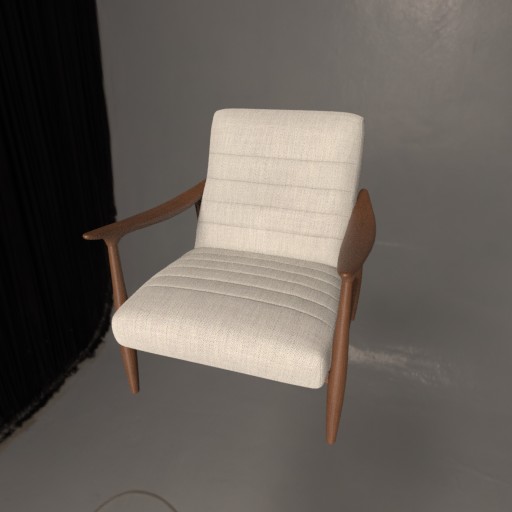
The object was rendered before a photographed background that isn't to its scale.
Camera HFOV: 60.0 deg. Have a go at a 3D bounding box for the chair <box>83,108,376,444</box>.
[{"bbox_3d":[0.000,0.000,1.461,0.741,0.832,0.798,8,27,16],"label":"chair"}]
